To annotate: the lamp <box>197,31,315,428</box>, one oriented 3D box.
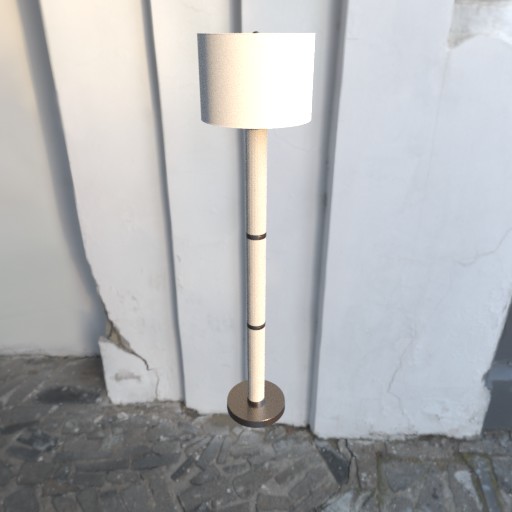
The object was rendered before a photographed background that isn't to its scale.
[{"bbox_3d":[0.000,0.000,1.767,0.377,1.599,0.377,9,28,17],"label":"lamp"}]
